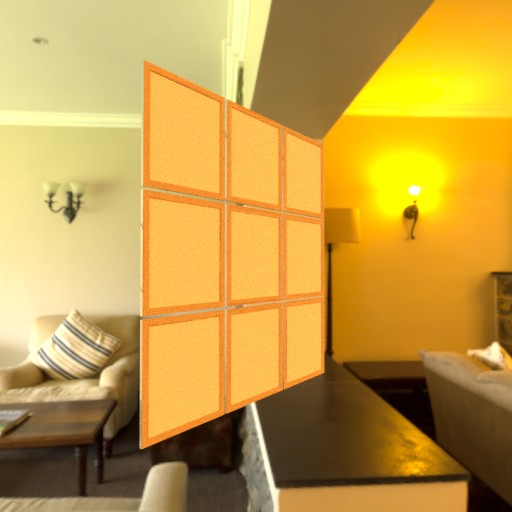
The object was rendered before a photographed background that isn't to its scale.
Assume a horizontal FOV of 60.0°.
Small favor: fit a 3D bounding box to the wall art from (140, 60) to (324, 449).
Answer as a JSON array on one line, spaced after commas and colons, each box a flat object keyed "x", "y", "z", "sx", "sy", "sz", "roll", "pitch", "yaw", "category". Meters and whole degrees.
[{"x": 0.000, "y": 0.000, "z": 2.348, "sx": 0.013, "sy": 1.523, "sz": 1.517, "roll": -1, "pitch": -2, "yaw": 36, "category": "wall art"}]
